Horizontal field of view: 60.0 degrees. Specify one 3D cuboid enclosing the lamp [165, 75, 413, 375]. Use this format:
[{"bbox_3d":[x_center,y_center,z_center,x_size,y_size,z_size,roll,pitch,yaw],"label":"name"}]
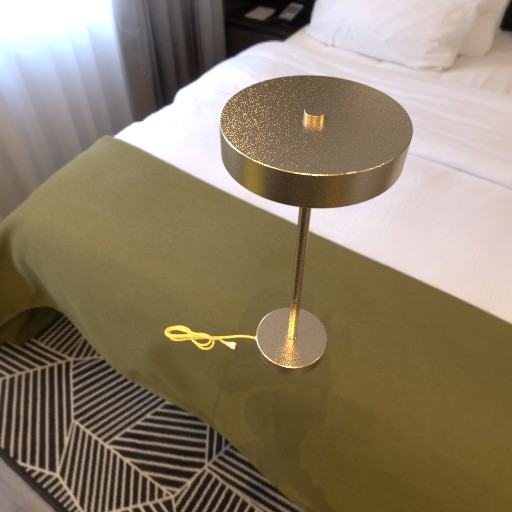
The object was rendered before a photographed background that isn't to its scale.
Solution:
[{"bbox_3d":[0.000,0.000,0.711,0.369,0.508,0.229,2,47,2],"label":"lamp"}]
